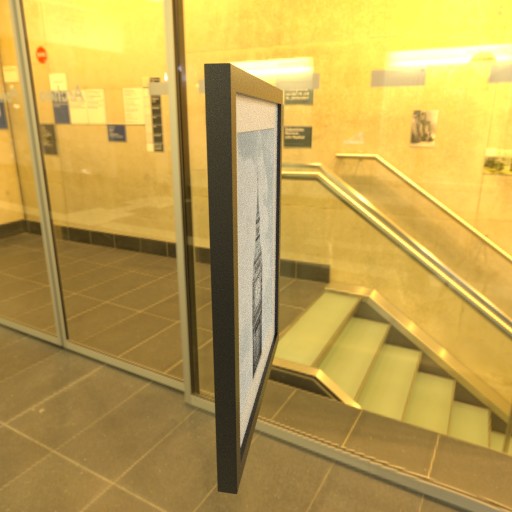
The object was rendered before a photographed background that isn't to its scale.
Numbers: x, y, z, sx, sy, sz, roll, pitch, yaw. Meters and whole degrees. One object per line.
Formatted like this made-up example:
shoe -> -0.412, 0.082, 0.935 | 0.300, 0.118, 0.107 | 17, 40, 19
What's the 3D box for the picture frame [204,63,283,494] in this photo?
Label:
picture frame -> 0.000, 0.000, 0.757 | 0.028, 0.556, 0.460 | 3, 17, 10
